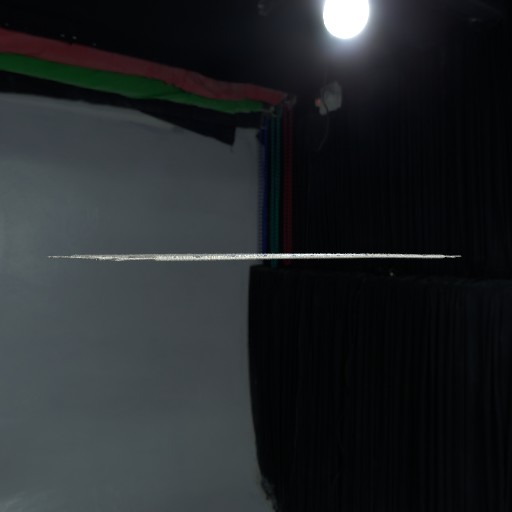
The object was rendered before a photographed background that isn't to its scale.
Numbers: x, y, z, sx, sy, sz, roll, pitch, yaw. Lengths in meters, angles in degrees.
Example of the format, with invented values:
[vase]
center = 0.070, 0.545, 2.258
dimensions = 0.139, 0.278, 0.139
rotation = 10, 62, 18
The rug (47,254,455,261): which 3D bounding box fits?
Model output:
[rug]
center = 0.000, 0.000, 3.268
dimensions = 2.615, 0.029, 1.664
rotation = 0, 0, -35
